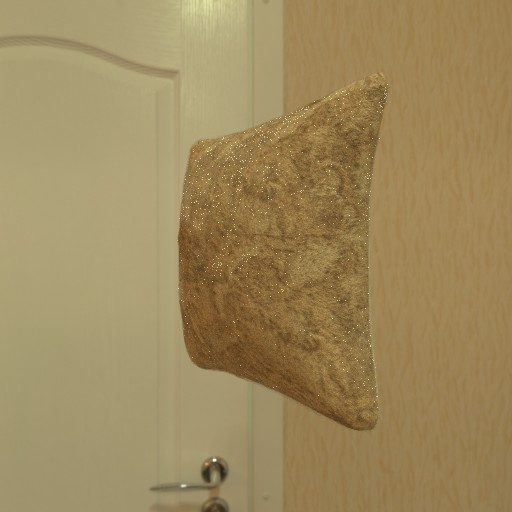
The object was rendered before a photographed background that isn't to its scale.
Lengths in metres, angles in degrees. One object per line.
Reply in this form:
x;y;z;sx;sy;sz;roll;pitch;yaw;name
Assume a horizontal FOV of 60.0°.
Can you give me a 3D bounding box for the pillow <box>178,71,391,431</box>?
0.000;0.000;0.804;0.216;0.525;0.538;-1;1;-36;pillow
